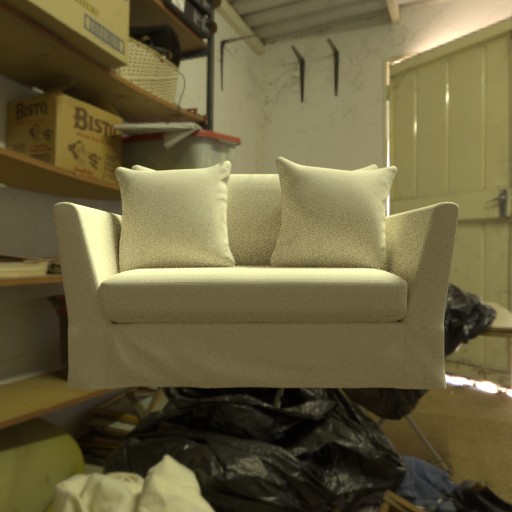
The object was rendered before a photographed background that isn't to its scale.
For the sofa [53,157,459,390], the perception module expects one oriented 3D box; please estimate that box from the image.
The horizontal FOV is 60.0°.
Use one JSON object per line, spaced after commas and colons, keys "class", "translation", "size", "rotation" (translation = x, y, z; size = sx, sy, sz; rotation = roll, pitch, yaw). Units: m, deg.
{"class": "sofa", "translation": [0.000, 0.000, 2.232], "size": [1.608, 1.039, 1.026], "rotation": [0, 1, 0]}
